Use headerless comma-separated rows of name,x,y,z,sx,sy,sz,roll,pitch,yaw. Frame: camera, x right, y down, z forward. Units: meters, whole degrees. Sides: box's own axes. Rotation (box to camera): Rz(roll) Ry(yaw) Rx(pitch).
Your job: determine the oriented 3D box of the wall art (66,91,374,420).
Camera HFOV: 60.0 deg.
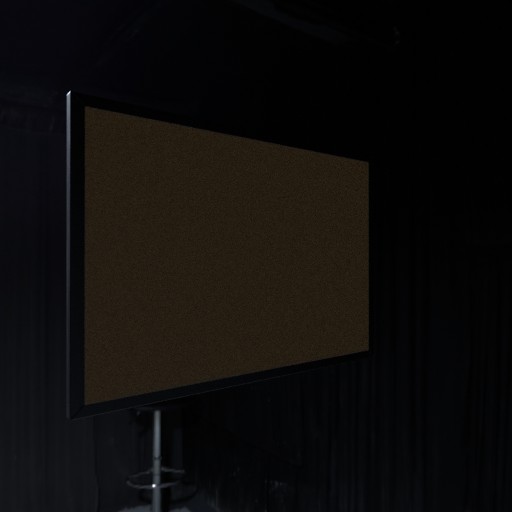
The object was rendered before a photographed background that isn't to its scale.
wall art,0.000,0.000,0.548,0.440,0.306,0.013,0,0,-37
